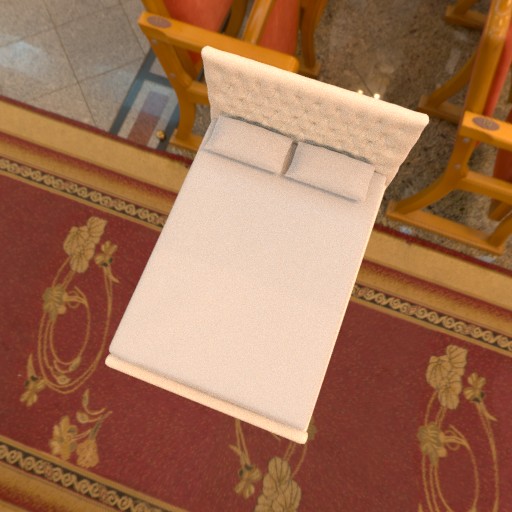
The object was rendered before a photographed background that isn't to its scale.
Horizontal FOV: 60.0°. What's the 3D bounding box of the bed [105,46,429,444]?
[{"bbox_3d":[0.000,0.000,3.485,1.698,1.427,2.387,20,74,6],"label":"bed"}]
